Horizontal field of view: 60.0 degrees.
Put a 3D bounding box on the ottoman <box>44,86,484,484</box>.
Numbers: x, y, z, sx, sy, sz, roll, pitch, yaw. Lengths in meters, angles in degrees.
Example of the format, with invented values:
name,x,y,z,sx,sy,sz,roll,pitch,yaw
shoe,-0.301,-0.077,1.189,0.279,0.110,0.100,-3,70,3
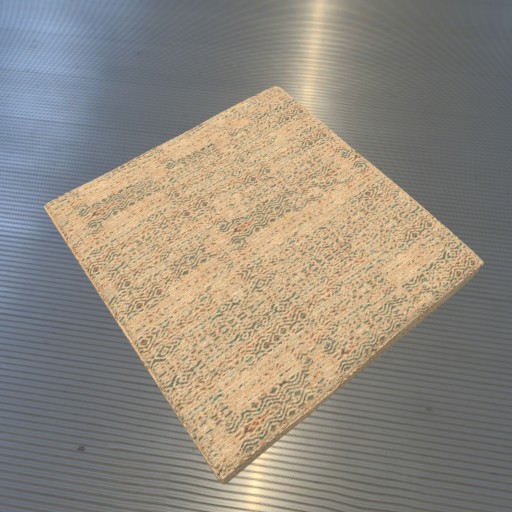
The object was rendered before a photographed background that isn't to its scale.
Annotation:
name,x,y,z,sx,sy,sz,roll,pitch,yaw
ottoman,0.000,0.000,1.484,0.968,0.356,1.004,-33,65,-18
